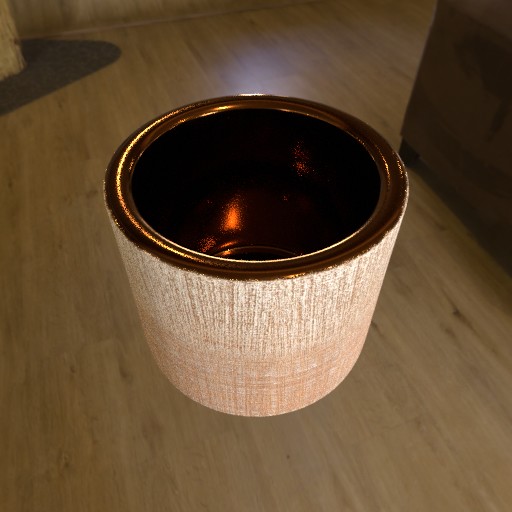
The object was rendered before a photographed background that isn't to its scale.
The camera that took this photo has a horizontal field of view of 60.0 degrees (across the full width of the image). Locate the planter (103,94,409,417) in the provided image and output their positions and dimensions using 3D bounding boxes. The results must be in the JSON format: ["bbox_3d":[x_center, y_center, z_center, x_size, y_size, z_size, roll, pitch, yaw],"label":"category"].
[{"bbox_3d":[0.000,0.000,0.315,0.177,0.157,0.177,0,47,0],"label":"planter"}]
